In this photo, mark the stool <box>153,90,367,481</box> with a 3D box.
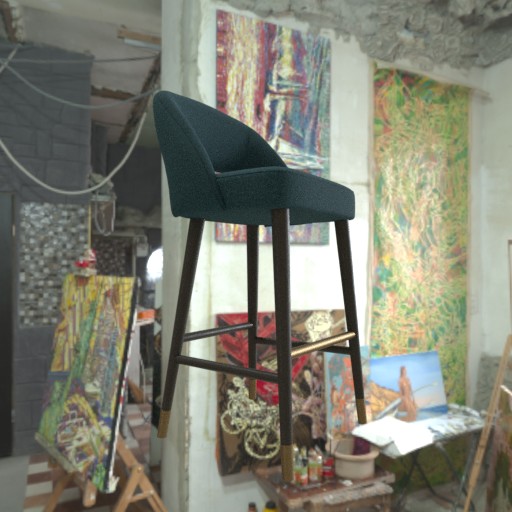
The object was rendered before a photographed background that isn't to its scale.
[{"bbox_3d":[0.000,0.000,1.342,0.522,1.032,0.536,-1,-1,36],"label":"stool"}]
